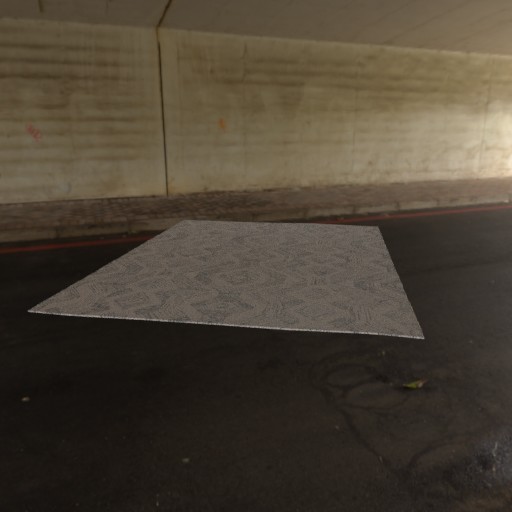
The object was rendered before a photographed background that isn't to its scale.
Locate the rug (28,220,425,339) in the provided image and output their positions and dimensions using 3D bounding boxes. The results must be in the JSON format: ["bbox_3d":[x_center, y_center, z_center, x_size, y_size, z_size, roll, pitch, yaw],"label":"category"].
[{"bbox_3d":[0.000,0.000,4.067,2.430,0.030,3.054,3,16,10],"label":"rug"}]
